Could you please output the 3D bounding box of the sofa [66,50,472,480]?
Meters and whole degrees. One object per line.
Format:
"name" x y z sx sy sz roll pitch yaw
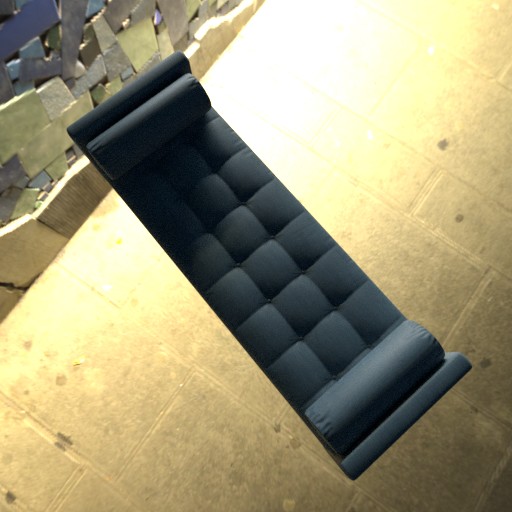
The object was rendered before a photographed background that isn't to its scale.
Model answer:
"sofa" 0.000 0.000 2.231 0.686 0.635 1.981 -39 79 -9
